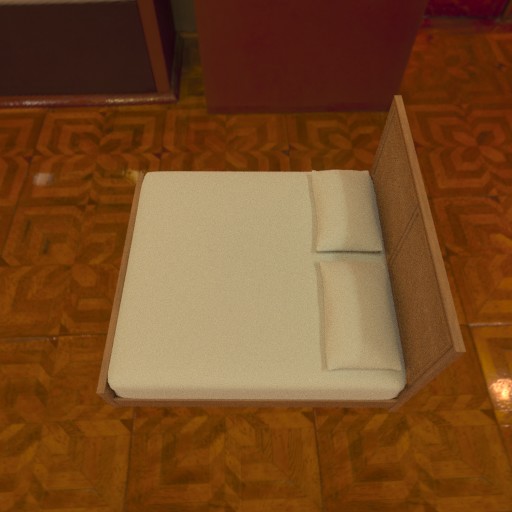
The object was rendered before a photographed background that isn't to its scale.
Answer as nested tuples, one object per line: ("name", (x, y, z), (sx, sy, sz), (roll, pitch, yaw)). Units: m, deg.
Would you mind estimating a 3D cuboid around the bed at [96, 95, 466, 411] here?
("bed", (0.000, 0.000, 3.413), (2.184, 1.387, 2.003), (0, 58, 0))
